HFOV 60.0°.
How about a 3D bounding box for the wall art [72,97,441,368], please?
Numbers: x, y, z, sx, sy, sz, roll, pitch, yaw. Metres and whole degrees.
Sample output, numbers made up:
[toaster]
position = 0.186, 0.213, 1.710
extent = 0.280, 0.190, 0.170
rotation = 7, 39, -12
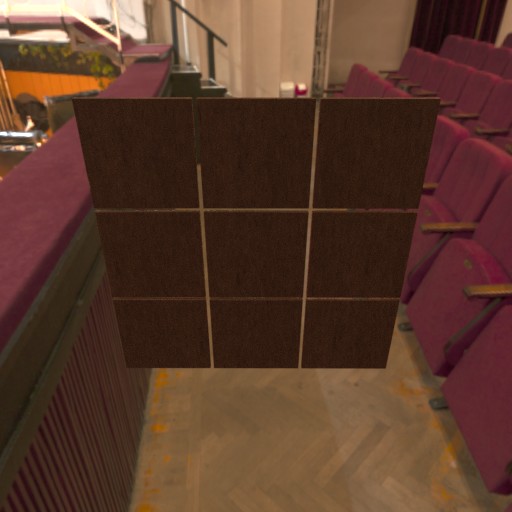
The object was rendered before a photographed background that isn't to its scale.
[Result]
[wall art]
position = 0.000, 0.000, 1.336
extent = 0.915, 0.914, 0.013
rotation = 0, 31, 0
